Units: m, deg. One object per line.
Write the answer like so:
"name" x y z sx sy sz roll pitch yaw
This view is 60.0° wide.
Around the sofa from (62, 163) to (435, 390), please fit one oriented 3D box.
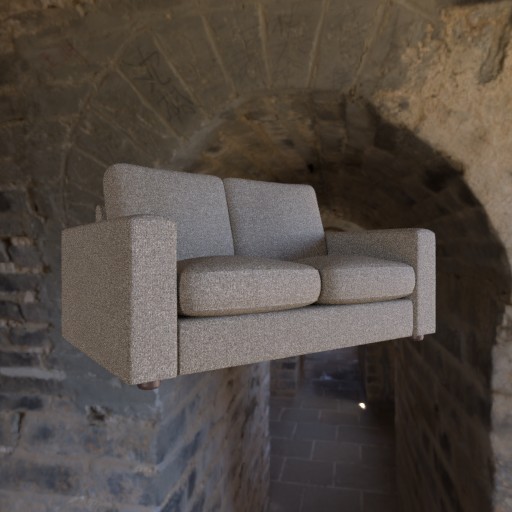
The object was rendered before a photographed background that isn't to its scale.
"sofa" 0.000 0.000 2.202 1.616 0.873 1.016 0 0 -35
